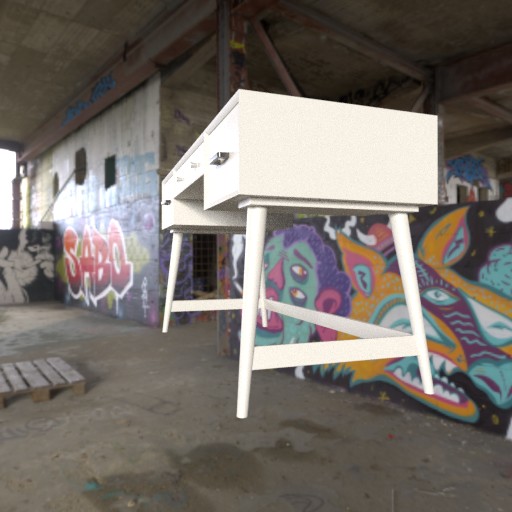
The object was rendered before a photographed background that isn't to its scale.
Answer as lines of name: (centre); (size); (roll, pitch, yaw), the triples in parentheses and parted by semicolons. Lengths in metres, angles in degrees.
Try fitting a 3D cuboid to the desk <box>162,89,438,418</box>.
desk: (0.000, 0.000, 1.733); (0.589, 0.762, 1.313); (0, 0, -20)
